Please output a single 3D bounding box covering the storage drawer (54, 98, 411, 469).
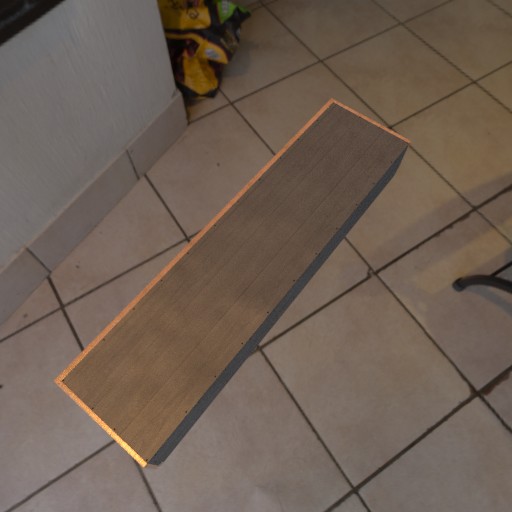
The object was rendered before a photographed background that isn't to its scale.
[{"bbox_3d":[0.000,0.000,2.221,0.538,0.264,2.032,35,68,17],"label":"storage drawer"}]
